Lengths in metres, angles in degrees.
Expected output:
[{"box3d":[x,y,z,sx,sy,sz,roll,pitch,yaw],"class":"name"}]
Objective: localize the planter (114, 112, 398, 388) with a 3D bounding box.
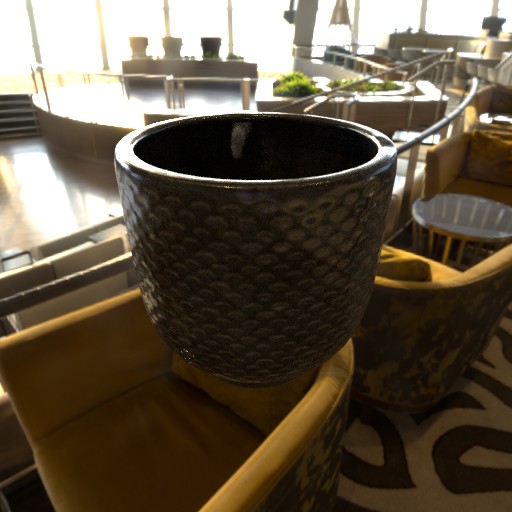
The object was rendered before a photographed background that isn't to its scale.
[{"box3d":[0.000,0.000,0.361,0.197,0.191,0.197,0,29,0],"class":"planter"}]
